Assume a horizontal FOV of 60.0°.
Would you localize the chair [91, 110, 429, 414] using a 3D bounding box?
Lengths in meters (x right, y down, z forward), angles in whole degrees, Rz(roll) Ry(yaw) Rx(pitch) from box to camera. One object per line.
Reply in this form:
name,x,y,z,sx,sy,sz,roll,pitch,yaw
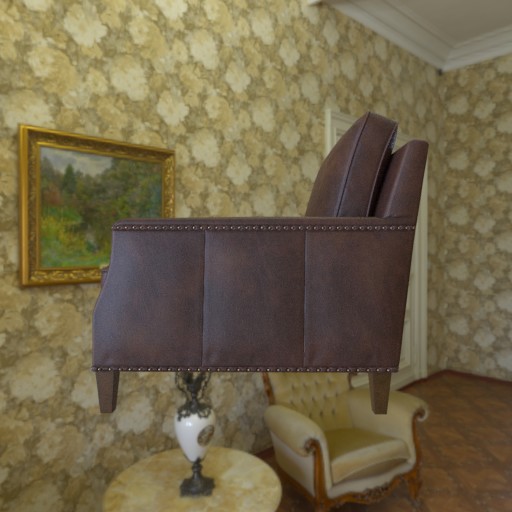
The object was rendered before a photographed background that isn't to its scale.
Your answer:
chair,0.000,0.000,1.706,1.014,0.929,0.853,0,0,1
